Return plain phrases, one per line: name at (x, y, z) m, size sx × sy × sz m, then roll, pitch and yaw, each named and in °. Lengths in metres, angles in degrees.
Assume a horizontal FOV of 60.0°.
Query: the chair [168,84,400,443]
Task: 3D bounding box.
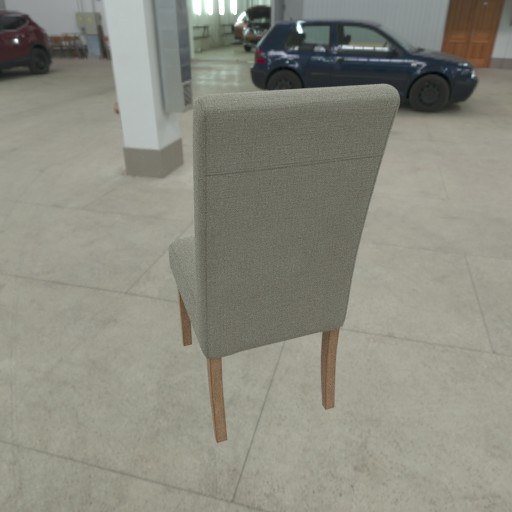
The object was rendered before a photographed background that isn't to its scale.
chair at (0.000, 0.000, 1.347) m, size 0.450 × 1.033 × 0.611 m, roll -10°, pitch 31°, yaw -18°
